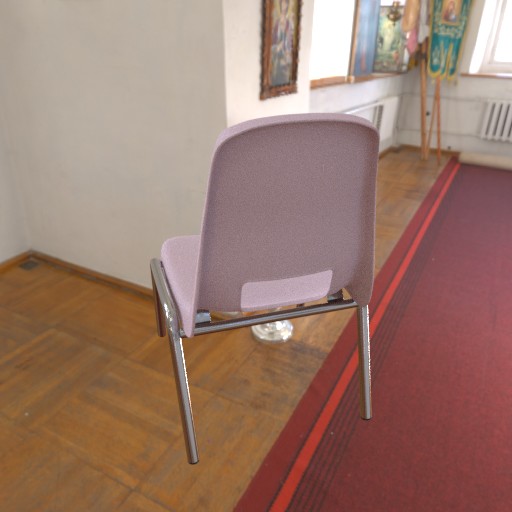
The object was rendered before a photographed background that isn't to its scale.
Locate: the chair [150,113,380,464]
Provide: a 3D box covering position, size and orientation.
[{"bbox_3d":[0.000,0.000,0.773,0.354,0.536,0.385,-8,28,-15],"label":"chair"}]
